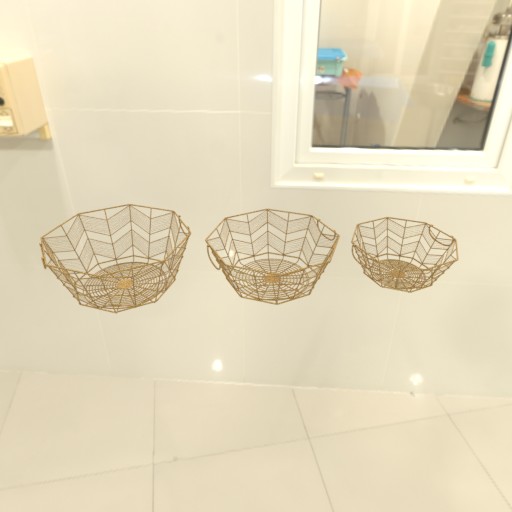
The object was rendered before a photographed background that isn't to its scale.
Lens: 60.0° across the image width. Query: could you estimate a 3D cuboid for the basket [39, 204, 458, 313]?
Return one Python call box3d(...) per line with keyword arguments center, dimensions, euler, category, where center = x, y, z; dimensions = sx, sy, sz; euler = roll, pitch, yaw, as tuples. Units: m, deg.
box3d(center=(0.000, 0.000, 1.359), dimensions=(1.245, 0.178, 0.432), euler=(-2, 31, -3), category="basket")
